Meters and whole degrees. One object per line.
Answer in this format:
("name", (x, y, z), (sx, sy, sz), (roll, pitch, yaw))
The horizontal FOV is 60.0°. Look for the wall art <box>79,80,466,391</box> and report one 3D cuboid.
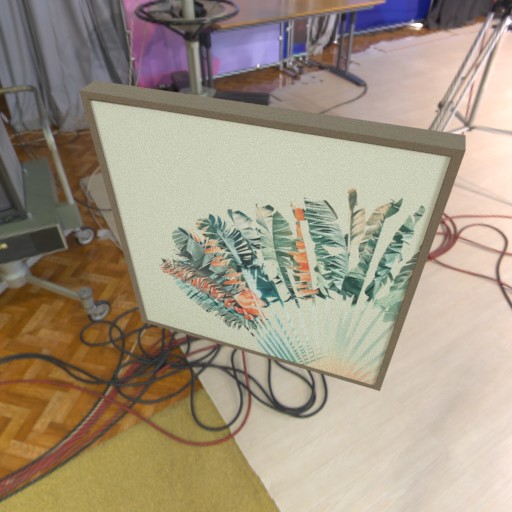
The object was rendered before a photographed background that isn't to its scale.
("wall art", (0.000, 0.000, 0.740), (0.508, 0.506, 0.038), (13, 44, 14))
